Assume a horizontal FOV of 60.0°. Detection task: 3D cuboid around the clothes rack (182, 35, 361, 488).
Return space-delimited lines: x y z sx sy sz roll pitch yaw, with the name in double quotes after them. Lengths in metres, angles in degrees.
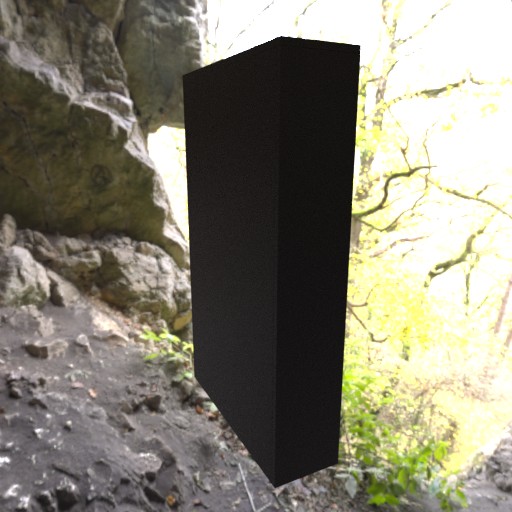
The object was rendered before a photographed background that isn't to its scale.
0.000 0.000 1.585 0.250 1.280 0.750 -7 16 -26 "clothes rack"
